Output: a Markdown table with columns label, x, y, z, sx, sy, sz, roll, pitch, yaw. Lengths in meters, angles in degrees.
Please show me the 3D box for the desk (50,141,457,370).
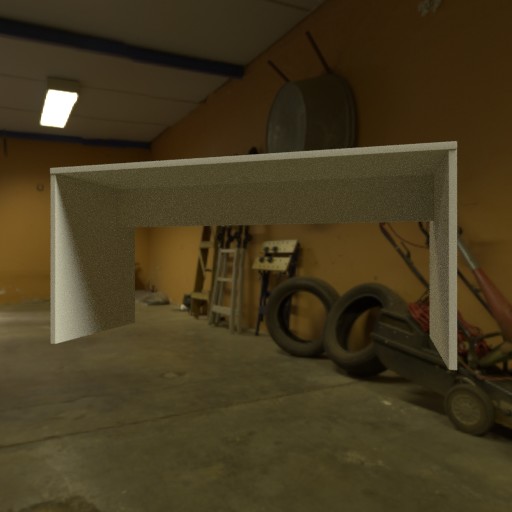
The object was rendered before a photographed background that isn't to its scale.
| label | x | y | z | sx | sy | sz | roll | pitch | yaw |
| --- | --- | --- | --- | --- | --- | --- | --- | --- | --- |
| desk | 0.000 | 0.000 | 2.057 | 1.600 | 0.750 | 0.802 | 0 | 0 | 16 |
